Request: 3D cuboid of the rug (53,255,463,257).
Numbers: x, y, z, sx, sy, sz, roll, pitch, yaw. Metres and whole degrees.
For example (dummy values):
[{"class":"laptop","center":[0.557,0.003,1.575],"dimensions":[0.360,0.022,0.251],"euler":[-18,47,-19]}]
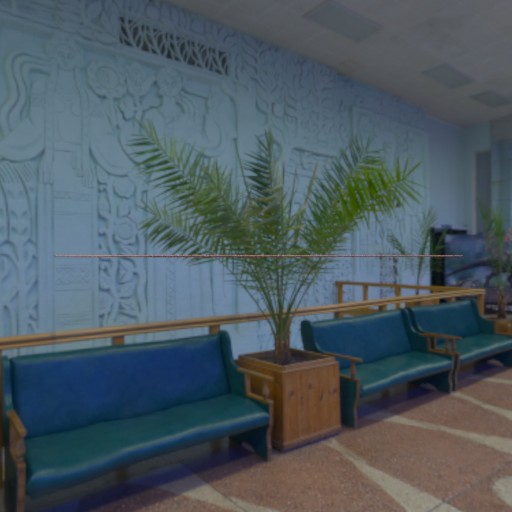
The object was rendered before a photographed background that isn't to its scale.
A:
[{"class":"rug","center":[0.000,0.000,2.839],"dimensions":[2.112,0.009,1.594],"euler":[0,0,-36]}]
